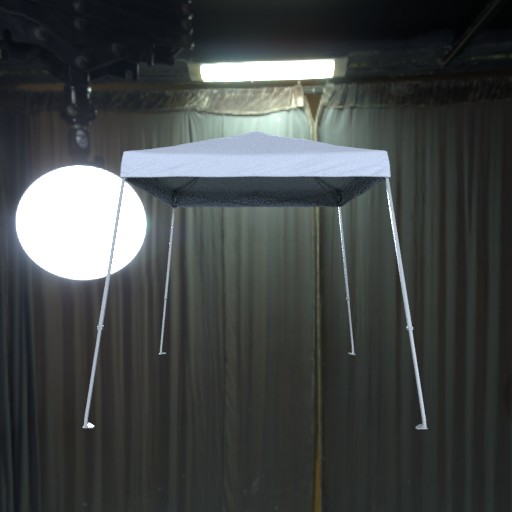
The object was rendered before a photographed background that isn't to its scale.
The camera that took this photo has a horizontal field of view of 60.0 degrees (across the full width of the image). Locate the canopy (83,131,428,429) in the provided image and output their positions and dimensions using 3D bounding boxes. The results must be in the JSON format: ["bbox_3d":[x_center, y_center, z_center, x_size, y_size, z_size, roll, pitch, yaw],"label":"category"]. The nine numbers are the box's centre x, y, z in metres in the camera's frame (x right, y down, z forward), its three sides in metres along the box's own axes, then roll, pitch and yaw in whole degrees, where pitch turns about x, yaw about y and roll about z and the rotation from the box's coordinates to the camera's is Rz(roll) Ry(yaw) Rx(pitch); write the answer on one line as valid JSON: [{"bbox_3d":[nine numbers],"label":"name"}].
[{"bbox_3d":[0.000,0.000,6.419,3.600,3.600,3.599,0,0,0],"label":"canopy"}]
